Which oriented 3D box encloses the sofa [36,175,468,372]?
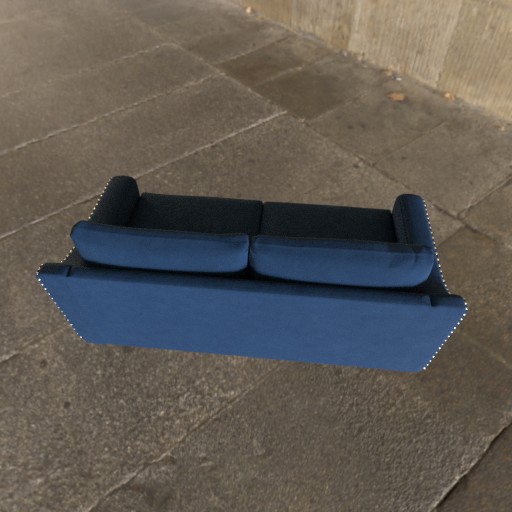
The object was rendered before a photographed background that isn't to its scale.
[{"bbox_3d":[0.000,0.000,2.744,2.107,0.983,1.104,4,47,4],"label":"sofa"}]
